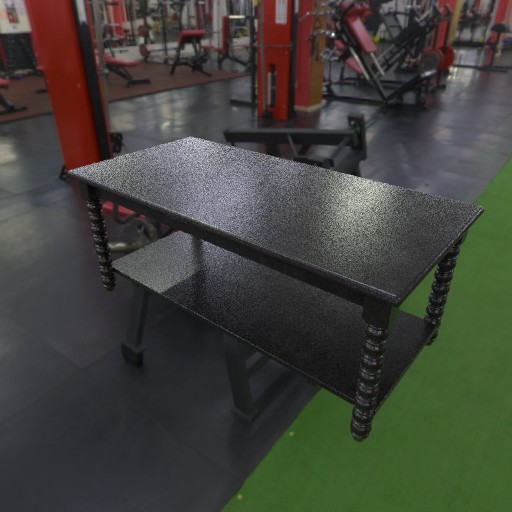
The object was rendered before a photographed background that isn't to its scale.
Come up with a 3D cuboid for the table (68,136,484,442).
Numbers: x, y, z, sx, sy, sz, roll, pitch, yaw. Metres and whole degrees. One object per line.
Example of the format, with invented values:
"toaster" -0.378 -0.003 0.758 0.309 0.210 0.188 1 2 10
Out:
"table" 0.000 0.000 1.472 1.171 0.487 0.580 22 36 33
